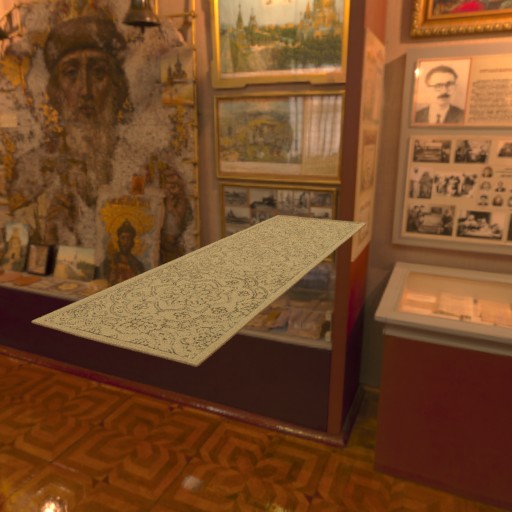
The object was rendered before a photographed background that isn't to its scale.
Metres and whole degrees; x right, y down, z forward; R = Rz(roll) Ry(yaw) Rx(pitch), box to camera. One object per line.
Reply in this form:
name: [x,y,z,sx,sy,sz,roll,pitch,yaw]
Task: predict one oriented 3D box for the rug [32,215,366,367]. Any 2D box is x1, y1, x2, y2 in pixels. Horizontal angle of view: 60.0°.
rug: [0.000,0.000,2.615,0.769,0.012,2.448,8,18,25]
